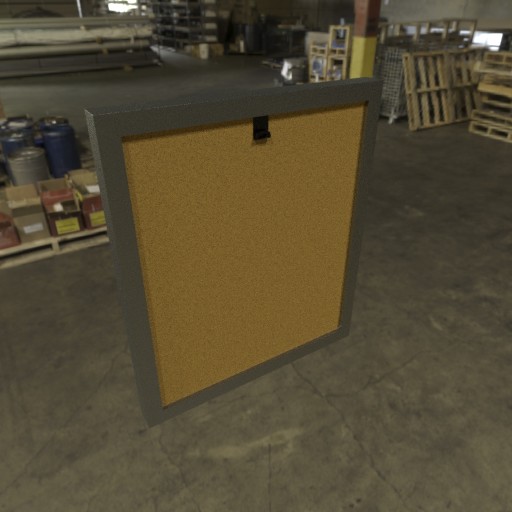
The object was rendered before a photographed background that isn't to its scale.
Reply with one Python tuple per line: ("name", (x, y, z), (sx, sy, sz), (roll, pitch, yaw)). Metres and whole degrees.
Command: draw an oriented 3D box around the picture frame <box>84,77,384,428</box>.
("picture frame", (0.000, 0.000, 1.375), (0.839, 0.968, 0.073), (-18, 35, -27))
